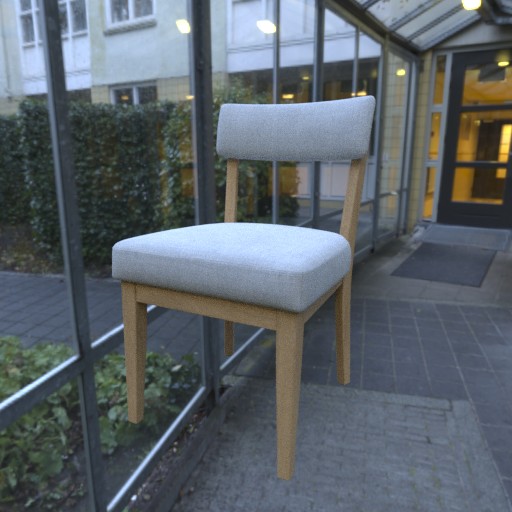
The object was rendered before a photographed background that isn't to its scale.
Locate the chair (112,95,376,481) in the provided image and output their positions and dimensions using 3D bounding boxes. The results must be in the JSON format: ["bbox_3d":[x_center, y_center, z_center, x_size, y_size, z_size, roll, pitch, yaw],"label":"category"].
[{"bbox_3d":[0.000,0.000,1.186,0.508,0.832,0.572,7,15,27],"label":"chair"}]
